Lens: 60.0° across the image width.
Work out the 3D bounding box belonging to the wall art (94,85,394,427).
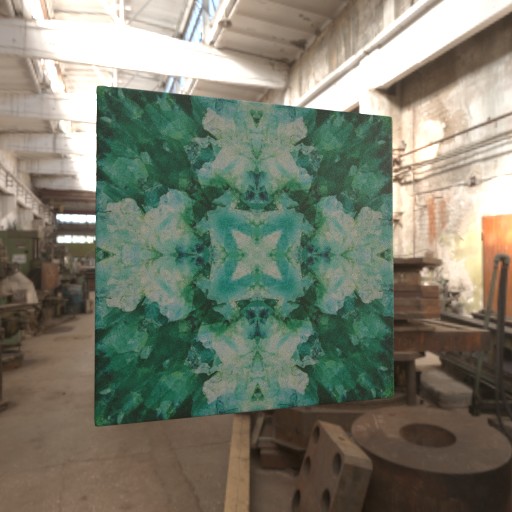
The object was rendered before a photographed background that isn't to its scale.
[{"bbox_3d":[0.000,0.000,0.746,0.507,0.508,0.038,0,-1,-16],"label":"wall art"}]
